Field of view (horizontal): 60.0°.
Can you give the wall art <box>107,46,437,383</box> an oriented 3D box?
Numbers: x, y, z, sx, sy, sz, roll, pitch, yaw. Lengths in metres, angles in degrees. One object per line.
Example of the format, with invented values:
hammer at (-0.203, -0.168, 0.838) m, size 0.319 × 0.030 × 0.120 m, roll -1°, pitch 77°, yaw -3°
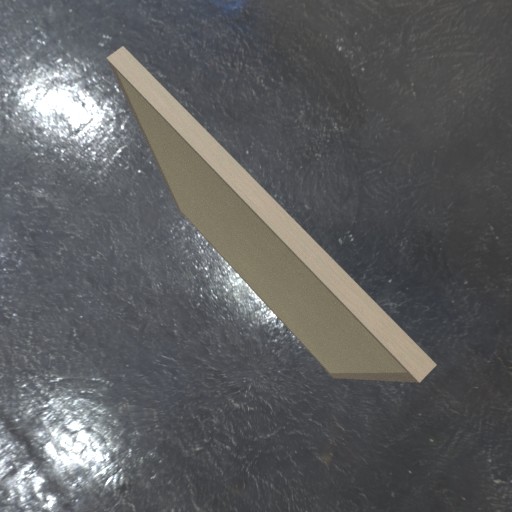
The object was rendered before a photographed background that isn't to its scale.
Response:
wall art at (0.000, 0.000, 1.098) m, size 0.038 × 0.758 × 0.761 m, roll -41°, pitch 79°, yaw -10°
